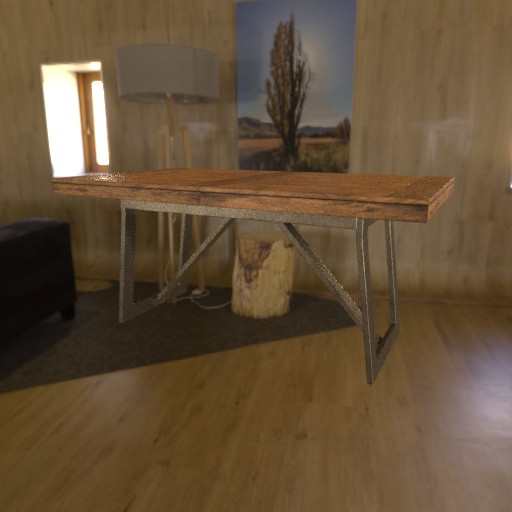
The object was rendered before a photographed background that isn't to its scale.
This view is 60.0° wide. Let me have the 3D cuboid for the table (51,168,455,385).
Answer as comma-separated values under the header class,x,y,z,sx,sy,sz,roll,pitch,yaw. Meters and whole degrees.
class,x,y,z,sx,sy,sz,roll,pitch,yaw
table,0.000,0.000,2.168,1.641,0.757,0.931,7,16,27
